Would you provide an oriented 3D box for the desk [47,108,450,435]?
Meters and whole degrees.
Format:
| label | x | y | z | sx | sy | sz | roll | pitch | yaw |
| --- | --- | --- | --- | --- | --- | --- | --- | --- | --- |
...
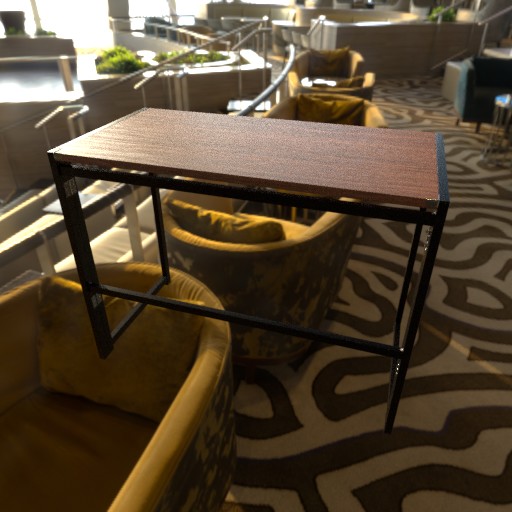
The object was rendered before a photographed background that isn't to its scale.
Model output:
| label | x | y | z | sx | sy | sz | roll | pitch | yaw |
| --- | --- | --- | --- | --- | --- | --- | --- | --- | --- |
| desk | 0.000 | 0.000 | 1.457 | 1.016 | 0.762 | 0.508 | 10 | 33 | 15 |
